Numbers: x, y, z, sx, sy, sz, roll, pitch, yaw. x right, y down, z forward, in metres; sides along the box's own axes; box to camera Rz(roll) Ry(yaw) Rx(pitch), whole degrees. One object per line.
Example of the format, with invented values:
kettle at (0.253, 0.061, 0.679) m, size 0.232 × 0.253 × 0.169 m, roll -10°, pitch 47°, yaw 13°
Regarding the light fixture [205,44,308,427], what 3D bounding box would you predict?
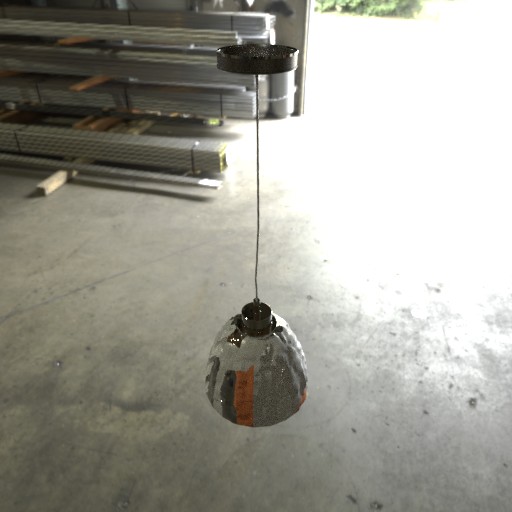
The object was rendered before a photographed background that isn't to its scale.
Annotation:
light fixture at (0.000, 0.000, 1.773) m, size 0.500 × 1.511 × 0.496 m, roll 0°, pitch 33°, yaw 0°
